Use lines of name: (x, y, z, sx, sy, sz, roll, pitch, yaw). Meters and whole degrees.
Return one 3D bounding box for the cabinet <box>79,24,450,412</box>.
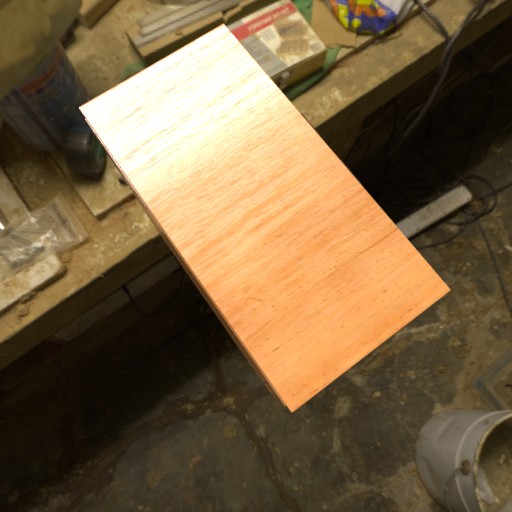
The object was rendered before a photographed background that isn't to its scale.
cabinet: (0.000, 0.000, 1.422, 0.419, 1.001, 0.800, -35, 77, -9)
